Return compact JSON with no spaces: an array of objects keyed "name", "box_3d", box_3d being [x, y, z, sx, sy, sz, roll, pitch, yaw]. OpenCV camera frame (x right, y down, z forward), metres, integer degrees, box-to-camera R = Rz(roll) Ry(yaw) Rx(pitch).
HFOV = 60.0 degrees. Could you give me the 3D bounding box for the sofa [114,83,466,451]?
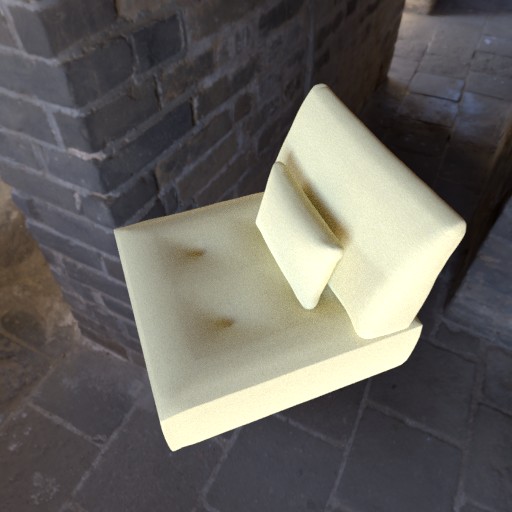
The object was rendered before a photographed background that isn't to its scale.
[{"name":"sofa","box_3d":[0.000,0.000,1.710,1.000,0.820,0.930,-16,50,-14]}]
